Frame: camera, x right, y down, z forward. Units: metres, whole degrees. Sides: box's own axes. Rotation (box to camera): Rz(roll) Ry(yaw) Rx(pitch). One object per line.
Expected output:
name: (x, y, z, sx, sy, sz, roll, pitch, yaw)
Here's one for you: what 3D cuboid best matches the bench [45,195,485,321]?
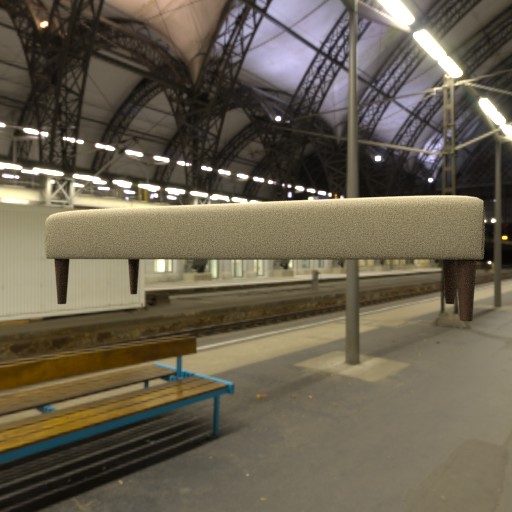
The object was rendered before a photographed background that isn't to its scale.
bench: (0.000, 0.000, 1.822, 1.609, 0.393, 0.646, 0, 0, 19)
